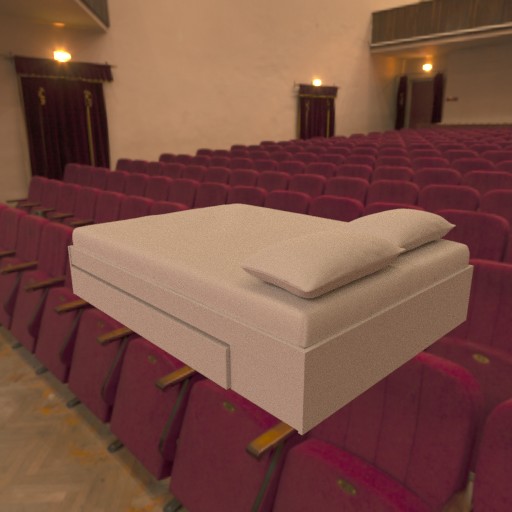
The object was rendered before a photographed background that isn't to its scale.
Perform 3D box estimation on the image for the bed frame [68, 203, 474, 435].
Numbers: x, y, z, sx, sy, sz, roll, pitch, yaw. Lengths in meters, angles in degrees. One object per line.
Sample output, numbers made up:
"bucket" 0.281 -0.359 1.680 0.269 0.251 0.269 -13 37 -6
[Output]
"bed frame" 0.000 0.000 2.622 1.450 0.629 1.950 -15 22 -42
